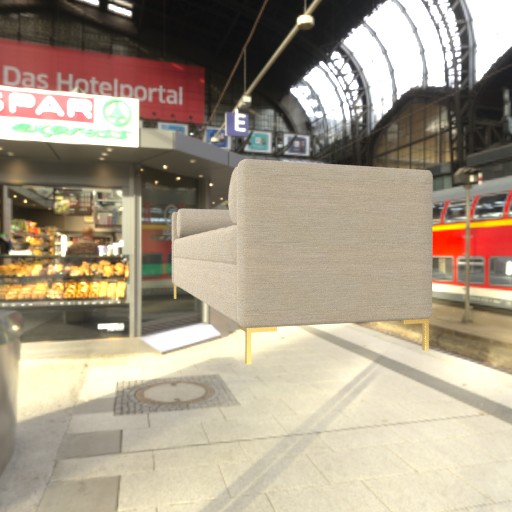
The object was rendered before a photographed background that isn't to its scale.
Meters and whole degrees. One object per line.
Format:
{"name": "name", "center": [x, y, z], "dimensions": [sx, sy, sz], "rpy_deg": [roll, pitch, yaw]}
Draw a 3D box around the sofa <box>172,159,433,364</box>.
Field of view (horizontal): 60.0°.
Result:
{"name": "sofa", "center": [0.000, 0.000, 2.370], "dimensions": [0.686, 0.635, 1.981], "rpy_deg": [0, 1, -17]}
